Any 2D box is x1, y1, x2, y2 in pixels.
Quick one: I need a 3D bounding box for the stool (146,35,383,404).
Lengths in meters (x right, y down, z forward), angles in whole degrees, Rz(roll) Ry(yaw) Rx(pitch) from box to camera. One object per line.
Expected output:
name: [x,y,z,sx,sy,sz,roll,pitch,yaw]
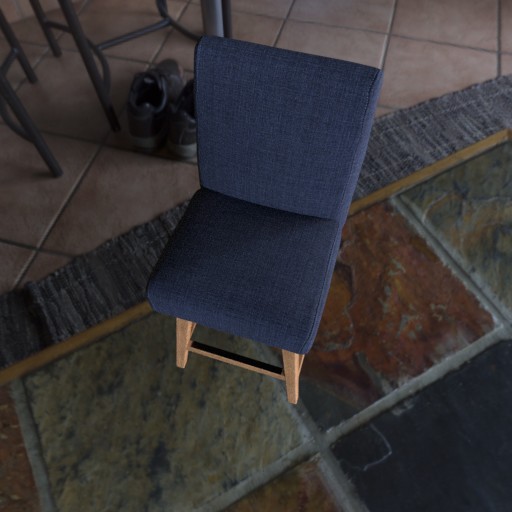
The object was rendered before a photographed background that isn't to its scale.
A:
stool: [0.000,0.000,1.296,0.459,1.010,0.526,15,60,9]
